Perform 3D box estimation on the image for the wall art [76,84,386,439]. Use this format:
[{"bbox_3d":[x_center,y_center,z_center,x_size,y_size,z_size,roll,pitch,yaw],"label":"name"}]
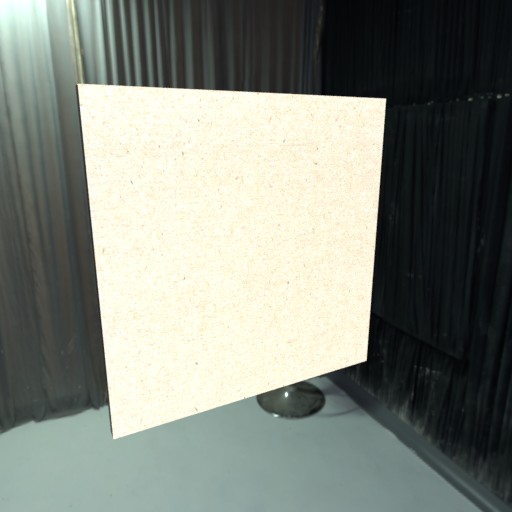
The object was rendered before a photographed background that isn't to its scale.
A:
[{"bbox_3d":[0.000,0.000,1.120,0.773,0.775,0.031,-8,18,-28],"label":"wall art"}]
